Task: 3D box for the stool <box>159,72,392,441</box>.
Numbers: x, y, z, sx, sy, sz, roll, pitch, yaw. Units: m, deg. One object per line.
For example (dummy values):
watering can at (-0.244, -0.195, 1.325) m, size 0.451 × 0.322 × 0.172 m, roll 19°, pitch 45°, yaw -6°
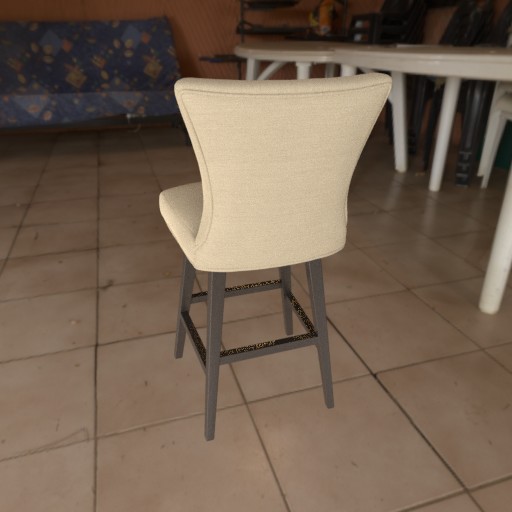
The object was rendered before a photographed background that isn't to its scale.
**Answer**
stool at (0.000, 0.000, 1.393) m, size 0.514 × 1.086 × 0.574 m, roll -9°, pitch 28°, yaw -17°
